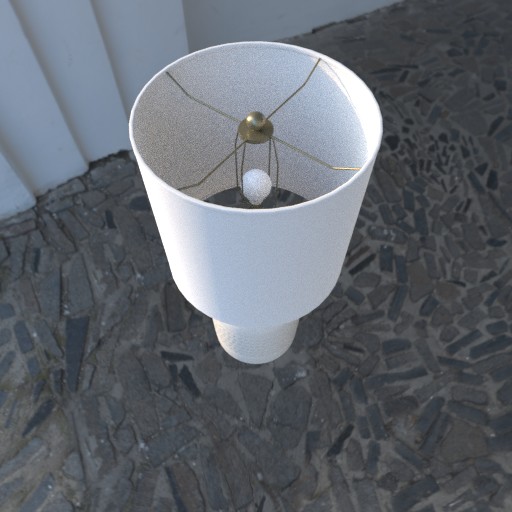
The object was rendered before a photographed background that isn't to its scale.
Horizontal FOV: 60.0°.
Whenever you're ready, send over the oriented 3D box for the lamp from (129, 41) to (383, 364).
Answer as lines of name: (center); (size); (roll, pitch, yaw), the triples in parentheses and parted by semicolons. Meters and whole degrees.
lamp: (0.000, 0.000, 0.496); (0.188, 0.392, 0.188); (-13, 58, -8)
